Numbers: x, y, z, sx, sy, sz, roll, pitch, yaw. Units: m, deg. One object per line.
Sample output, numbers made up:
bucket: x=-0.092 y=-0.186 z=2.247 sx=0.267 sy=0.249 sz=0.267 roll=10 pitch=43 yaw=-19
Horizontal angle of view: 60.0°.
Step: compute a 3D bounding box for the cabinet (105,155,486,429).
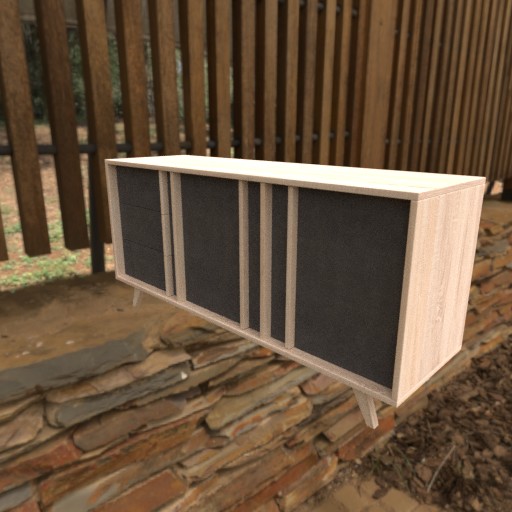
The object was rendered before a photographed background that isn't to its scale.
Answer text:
cabinet: x=0.000 y=0.000 z=1.965 sx=1.650 sy=0.780 sz=0.500 roll=15 pitch=22 yaw=42
